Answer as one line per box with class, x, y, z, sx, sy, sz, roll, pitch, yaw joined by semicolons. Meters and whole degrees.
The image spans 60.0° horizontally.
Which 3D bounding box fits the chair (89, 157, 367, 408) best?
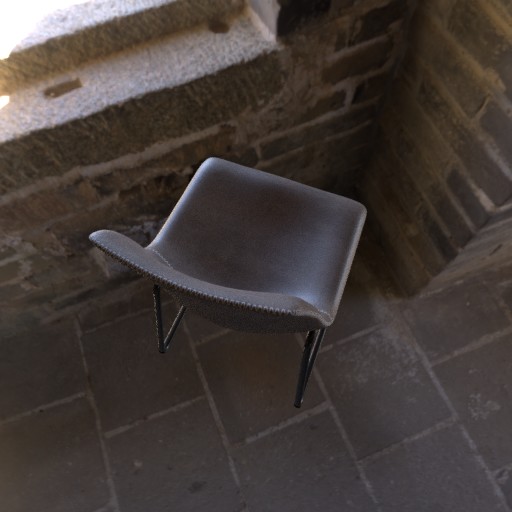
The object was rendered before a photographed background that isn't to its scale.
chair;0.000;0.000;1.085;0.460;0.780;0.550;19;64;10
